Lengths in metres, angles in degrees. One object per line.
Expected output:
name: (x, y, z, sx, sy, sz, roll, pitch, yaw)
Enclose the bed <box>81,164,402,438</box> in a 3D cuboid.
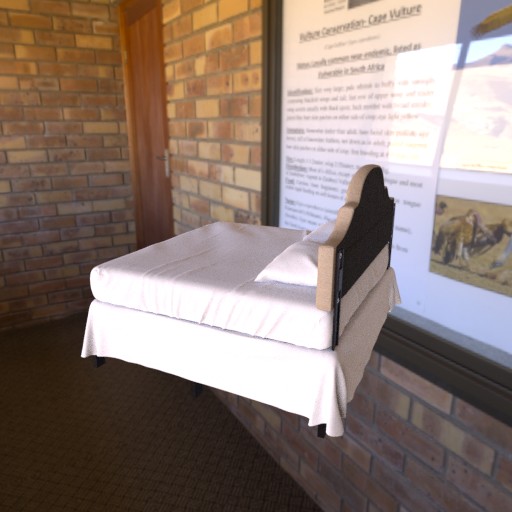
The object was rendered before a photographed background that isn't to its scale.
bed: (0.000, 0.000, 3.856, 2.222, 1.631, 2.303, 8, 18, 25)
